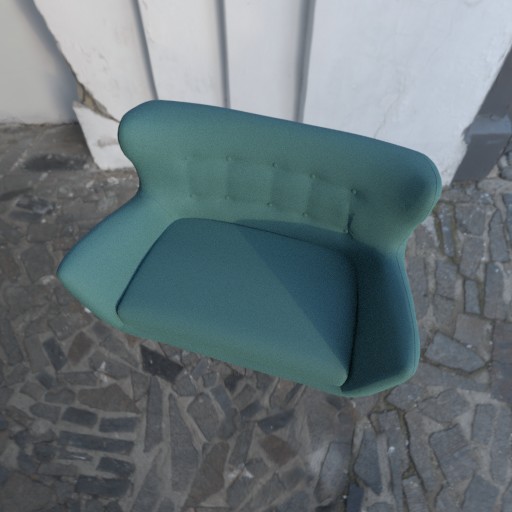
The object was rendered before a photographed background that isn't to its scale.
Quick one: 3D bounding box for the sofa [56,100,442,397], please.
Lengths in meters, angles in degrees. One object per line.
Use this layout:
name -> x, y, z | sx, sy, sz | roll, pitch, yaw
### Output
sofa -> 0.000, 0.000, 1.962 | 1.397, 0.889, 0.889 | 14, 58, 9
